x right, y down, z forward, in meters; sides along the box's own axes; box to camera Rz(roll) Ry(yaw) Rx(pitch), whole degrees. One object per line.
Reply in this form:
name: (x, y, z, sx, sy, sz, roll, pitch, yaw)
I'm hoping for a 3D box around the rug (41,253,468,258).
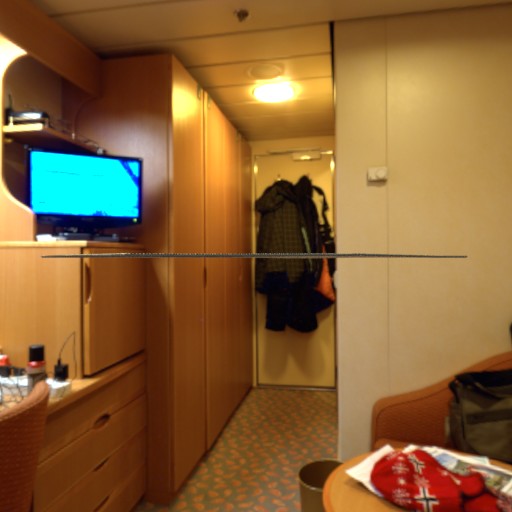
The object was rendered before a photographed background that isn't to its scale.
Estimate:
rug: (0.000, 0.000, 2.954, 2.349, 0.030, 1.624, 0, 0, -36)
